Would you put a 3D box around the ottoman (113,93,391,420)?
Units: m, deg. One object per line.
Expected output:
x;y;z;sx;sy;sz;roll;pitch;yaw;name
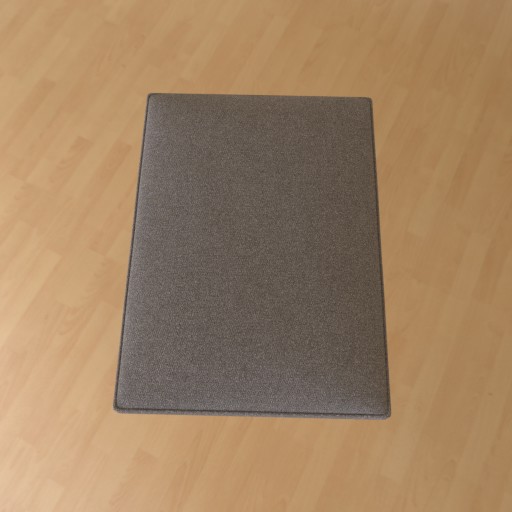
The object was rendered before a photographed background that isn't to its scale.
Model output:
0.000;0.000;1.165;0.583;0.464;0.785;1;73;0;ottoman
